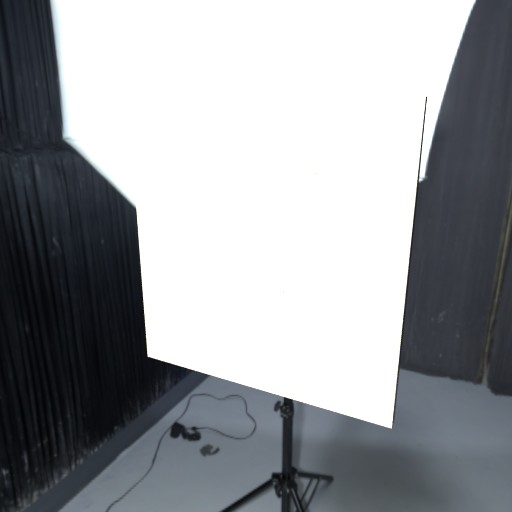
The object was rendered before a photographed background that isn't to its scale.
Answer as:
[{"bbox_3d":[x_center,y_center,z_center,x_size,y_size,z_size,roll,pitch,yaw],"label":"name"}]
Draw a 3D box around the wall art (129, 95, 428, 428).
[{"bbox_3d":[0.000,0.000,1.170,0.773,0.775,0.031,8,18,26],"label":"wall art"}]
